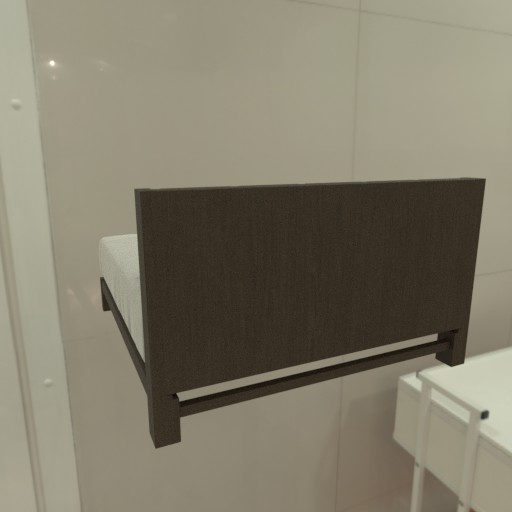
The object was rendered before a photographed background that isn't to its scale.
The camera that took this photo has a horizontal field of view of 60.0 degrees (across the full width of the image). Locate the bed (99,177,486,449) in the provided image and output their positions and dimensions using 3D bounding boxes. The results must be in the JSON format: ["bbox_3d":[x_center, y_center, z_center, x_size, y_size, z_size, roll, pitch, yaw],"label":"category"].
[{"bbox_3d":[0.000,0.000,3.462,2.143,1.261,2.238,-6,15,-24],"label":"bed"}]
